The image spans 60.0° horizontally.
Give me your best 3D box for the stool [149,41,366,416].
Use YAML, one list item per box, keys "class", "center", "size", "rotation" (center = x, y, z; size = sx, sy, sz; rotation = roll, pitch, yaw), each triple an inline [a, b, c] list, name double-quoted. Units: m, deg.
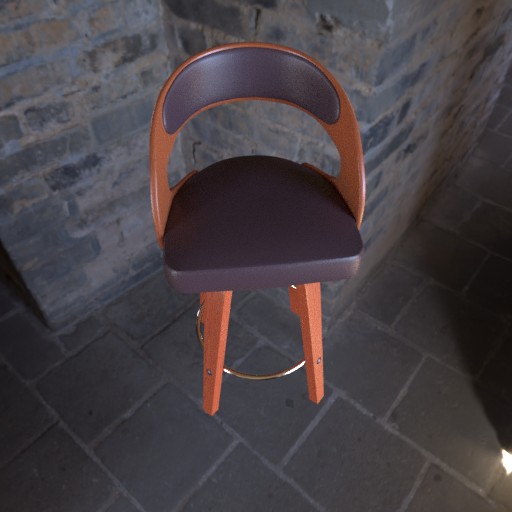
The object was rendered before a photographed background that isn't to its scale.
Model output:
- class: "stool"
  center: [0.000, 0.000, 1.190]
  size: [0.457, 0.940, 0.457]
  rotation: [-5, 47, -5]
